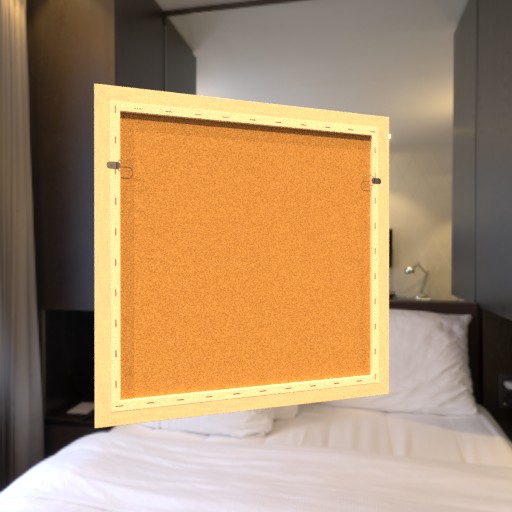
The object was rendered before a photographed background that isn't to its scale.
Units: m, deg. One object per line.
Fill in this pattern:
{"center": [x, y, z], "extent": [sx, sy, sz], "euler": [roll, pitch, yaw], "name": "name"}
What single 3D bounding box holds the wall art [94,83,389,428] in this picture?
{"center": [0.000, 0.000, 1.485], "extent": [1.016, 1.016, 0.045], "euler": [0, 0, -18], "name": "wall art"}
